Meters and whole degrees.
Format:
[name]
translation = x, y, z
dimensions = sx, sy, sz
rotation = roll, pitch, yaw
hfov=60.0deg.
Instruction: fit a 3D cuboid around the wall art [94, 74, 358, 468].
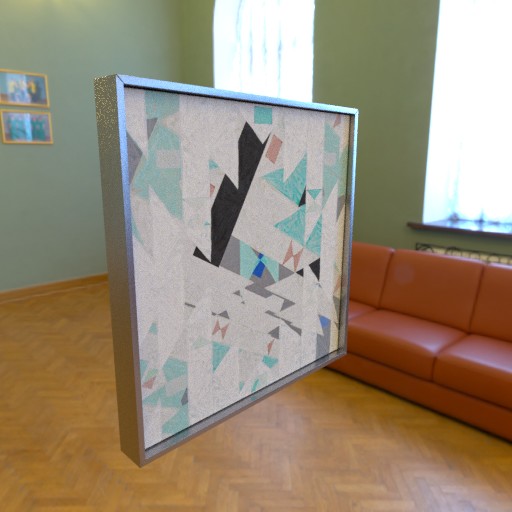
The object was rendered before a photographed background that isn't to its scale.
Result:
[wall art]
translation = 0.000, 0.000, 0.515
dimensions = 0.038, 0.350, 0.350
rotation = 12, 17, 43
